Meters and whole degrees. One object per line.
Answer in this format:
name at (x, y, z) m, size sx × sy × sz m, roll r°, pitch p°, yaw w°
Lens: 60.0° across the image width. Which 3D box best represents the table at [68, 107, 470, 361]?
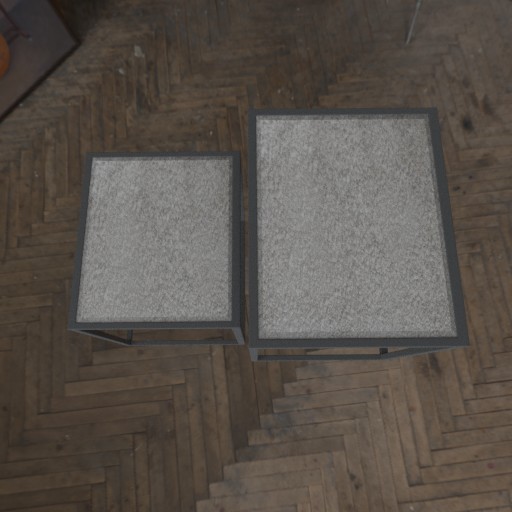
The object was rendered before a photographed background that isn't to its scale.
table at (0.000, 0.000, 1.148) m, size 0.788 × 0.540 × 0.508 m, roll -1°, pitch 74°, yaw 0°
